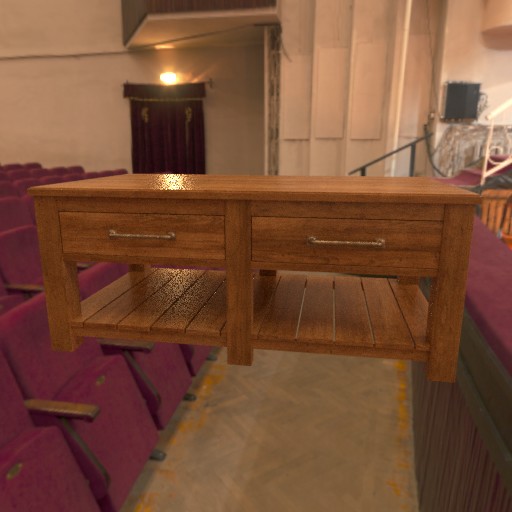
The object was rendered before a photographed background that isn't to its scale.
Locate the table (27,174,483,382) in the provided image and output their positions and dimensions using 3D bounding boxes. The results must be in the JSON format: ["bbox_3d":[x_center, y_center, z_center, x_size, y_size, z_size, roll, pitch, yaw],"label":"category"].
[{"bbox_3d":[0.000,0.000,1.446,1.150,0.480,0.635,2,14,9],"label":"table"}]
